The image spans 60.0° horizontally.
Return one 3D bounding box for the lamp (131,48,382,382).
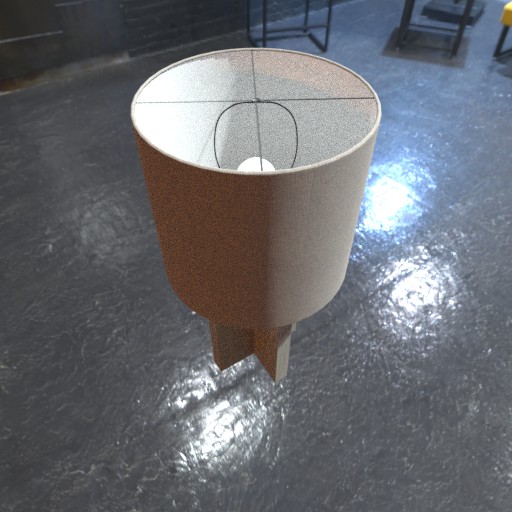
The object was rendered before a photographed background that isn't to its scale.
[{"bbox_3d":[0.000,0.000,0.566,0.229,0.428,0.229,-25,52,-21],"label":"lamp"}]
